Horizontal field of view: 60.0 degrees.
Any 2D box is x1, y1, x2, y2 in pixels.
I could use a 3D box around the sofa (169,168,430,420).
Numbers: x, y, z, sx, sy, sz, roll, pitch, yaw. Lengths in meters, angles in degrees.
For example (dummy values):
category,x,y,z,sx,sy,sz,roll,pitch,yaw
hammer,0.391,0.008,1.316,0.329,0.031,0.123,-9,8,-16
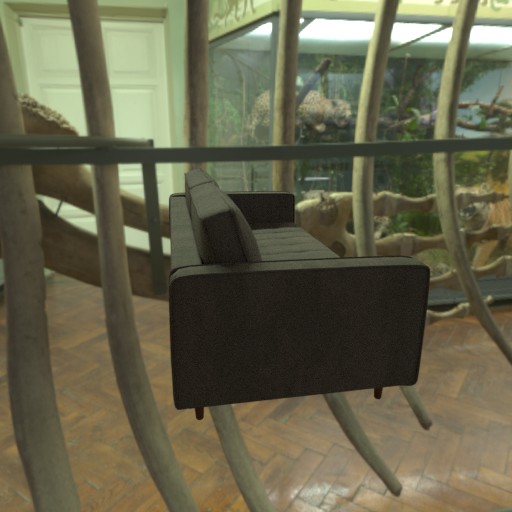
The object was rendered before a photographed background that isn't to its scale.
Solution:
category,x,y,z,sx,sy,sz,roll,pitch,yaw
sofa,0.000,0.000,2.408,0.924,0.825,1.920,-3,16,-10
